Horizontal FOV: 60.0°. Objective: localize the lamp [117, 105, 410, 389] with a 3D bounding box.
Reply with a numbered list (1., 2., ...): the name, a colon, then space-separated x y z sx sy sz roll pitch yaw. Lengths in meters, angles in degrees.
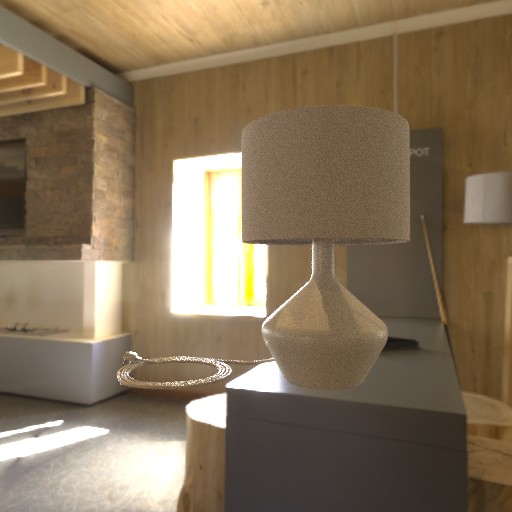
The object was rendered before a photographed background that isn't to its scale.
1. lamp: 0.000 0.000 0.858 0.546 0.457 0.401 -1 -1 36
